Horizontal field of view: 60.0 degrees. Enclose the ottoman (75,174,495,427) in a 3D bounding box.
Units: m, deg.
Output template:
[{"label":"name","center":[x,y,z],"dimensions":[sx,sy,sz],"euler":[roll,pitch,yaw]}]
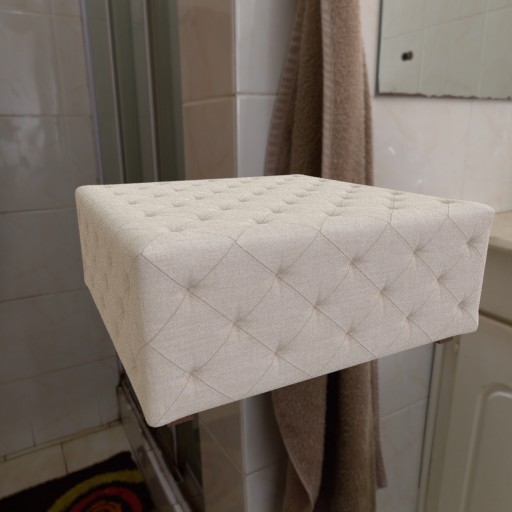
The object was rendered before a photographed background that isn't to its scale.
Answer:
[{"label":"ottoman","center":[0.000,0.000,1.523],"dimensions":[1.028,0.439,1.028],"euler":[-8,18,-26]}]
